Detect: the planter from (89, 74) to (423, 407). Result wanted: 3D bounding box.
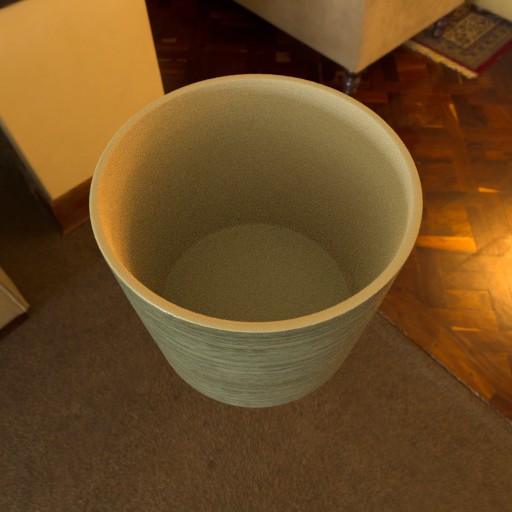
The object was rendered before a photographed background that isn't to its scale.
[{"bbox_3d":[0.000,0.000,0.385,0.221,0.201,0.221,0,58,0],"label":"planter"}]
